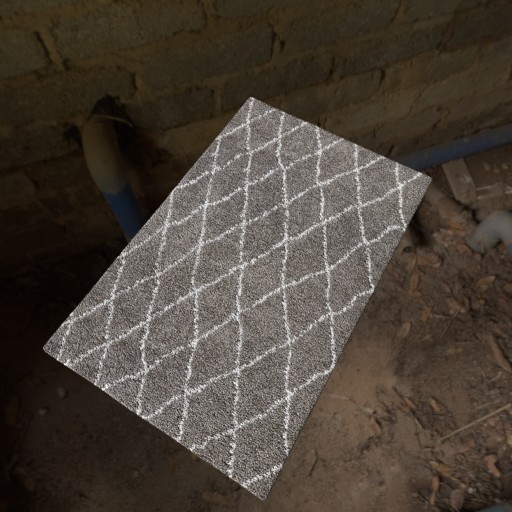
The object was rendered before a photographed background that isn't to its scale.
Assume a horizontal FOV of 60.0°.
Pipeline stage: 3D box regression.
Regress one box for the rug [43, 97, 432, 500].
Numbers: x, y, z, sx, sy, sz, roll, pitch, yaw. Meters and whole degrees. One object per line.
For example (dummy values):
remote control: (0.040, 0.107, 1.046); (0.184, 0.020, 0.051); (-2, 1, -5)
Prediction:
rug: (0.000, 0.000, 3.361); (1.778, 0.030, 2.743); (28, 67, 13)
